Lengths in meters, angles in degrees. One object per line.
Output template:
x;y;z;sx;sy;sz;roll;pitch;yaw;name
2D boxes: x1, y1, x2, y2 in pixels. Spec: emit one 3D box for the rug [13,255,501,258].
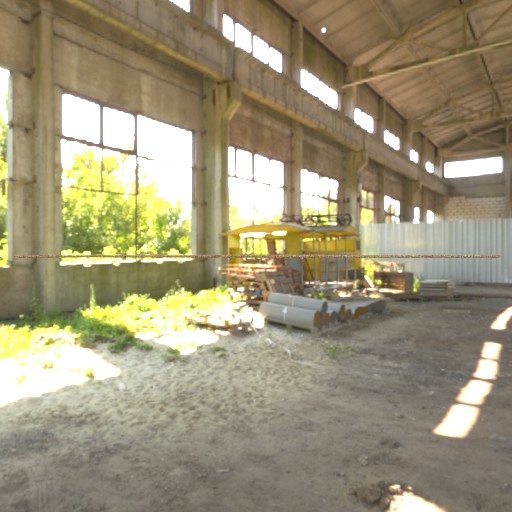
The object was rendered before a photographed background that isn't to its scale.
0.000;0.000;2.680;2.141;0.013;1.566;0;0;0;rug
